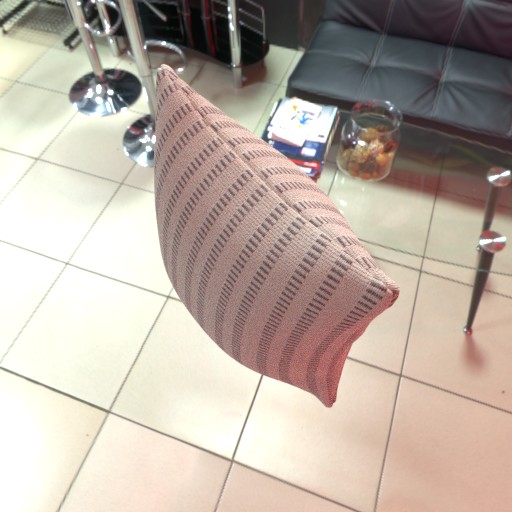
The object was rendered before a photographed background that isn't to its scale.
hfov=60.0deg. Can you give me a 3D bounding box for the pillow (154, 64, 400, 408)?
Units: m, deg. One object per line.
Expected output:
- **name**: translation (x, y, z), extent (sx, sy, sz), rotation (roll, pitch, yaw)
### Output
- **pillow**: translation (0.000, 0.000, 0.677), extent (0.247, 0.419, 0.438), rotation (-33, 64, -19)
